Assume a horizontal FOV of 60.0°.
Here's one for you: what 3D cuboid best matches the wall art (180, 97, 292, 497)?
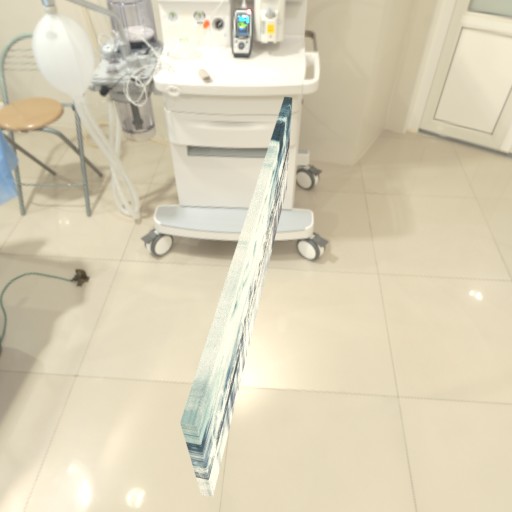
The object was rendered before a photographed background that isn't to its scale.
[{"bbox_3d":[0.000,0.000,1.656,0.037,0.509,1.524,8,47,8],"label":"wall art"}]
